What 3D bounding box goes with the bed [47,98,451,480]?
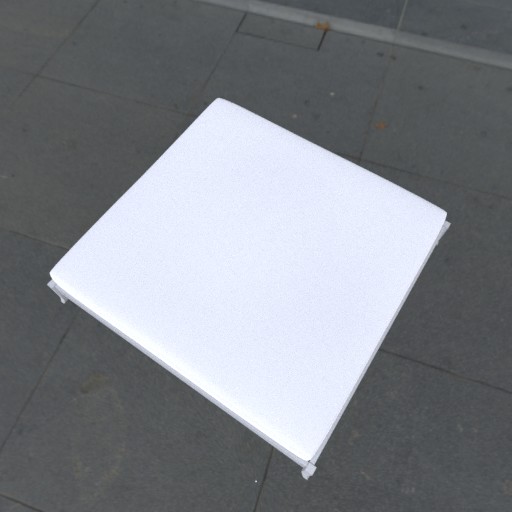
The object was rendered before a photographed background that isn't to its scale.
[{"bbox_3d":[0.000,0.000,3.148,2.108,0.510,2.007,31,67,15],"label":"bed"}]
